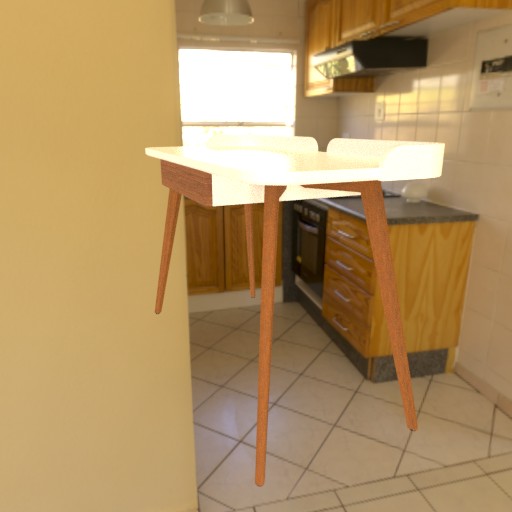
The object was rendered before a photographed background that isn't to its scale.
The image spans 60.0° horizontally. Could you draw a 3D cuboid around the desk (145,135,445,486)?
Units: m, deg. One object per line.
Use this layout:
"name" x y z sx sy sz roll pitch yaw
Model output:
"desk" 0.000 0.000 1.573 0.534 0.807 1.206 -7 18 -23
